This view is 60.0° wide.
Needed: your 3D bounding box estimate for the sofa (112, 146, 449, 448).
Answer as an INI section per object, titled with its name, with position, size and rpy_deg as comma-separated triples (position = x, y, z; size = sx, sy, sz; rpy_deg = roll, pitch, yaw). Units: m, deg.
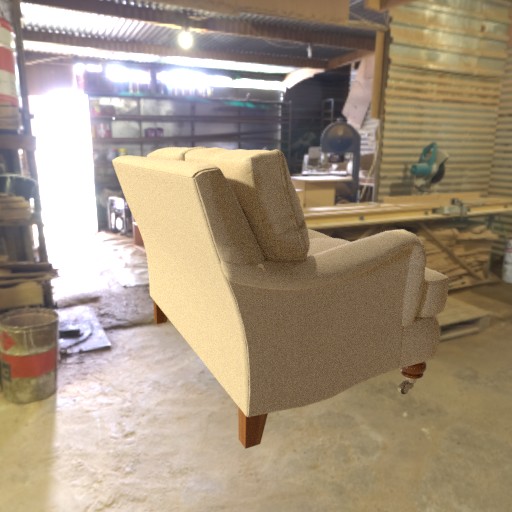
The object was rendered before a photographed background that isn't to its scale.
[sofa]
position = 0.000, 0.000, 2.187
size = 1.087, 1.048, 1.508
rpy_deg = -7, 16, -25
